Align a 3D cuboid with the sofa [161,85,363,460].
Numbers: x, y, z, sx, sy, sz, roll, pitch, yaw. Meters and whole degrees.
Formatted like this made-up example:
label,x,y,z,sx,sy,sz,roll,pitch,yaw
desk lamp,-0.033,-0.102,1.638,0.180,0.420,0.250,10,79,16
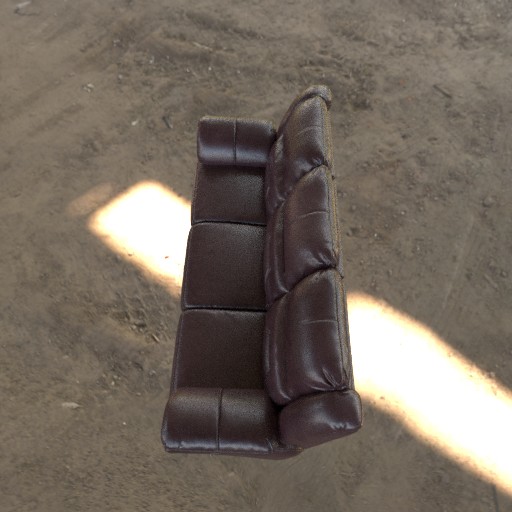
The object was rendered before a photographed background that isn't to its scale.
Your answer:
label,x,y,z,sx,sy,sz,roll,pitch,yaw
sofa,0.000,0.000,2.838,0.991,1.043,2.337,1,60,1
